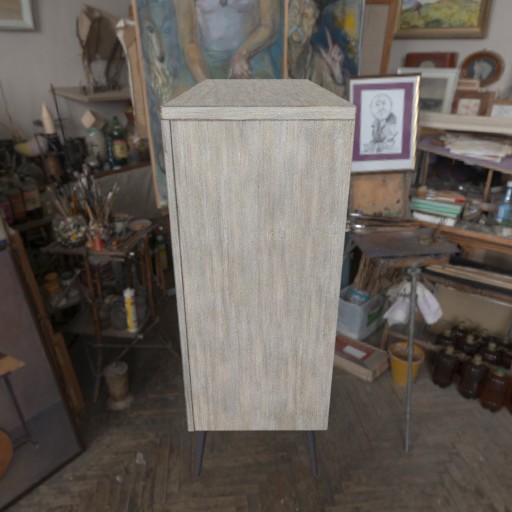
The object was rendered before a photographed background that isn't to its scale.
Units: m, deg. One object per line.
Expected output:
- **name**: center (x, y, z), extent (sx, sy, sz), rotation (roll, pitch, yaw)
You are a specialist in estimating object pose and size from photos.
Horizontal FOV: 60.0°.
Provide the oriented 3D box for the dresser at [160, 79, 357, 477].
- **dresser**: center (0.000, 0.000, 1.719), extent (0.457, 1.219, 1.016), rotation (0, 25, 0)
